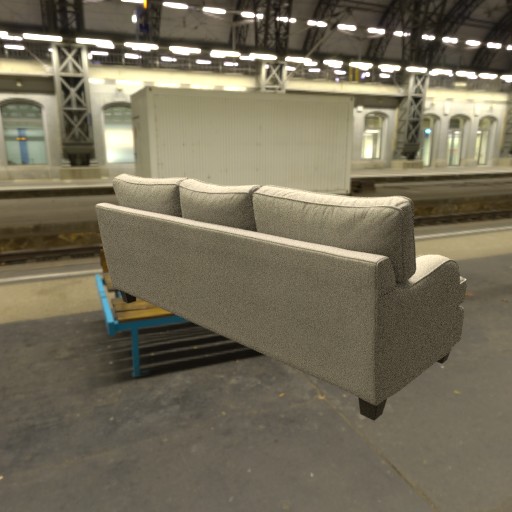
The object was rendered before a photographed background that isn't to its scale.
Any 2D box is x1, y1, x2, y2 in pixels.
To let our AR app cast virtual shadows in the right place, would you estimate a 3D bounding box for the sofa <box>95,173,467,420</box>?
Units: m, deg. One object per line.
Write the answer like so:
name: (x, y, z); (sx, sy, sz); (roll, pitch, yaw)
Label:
sofa: (0.000, 0.000, 2.844); (2.323, 0.991, 1.016); (14, 20, 43)
